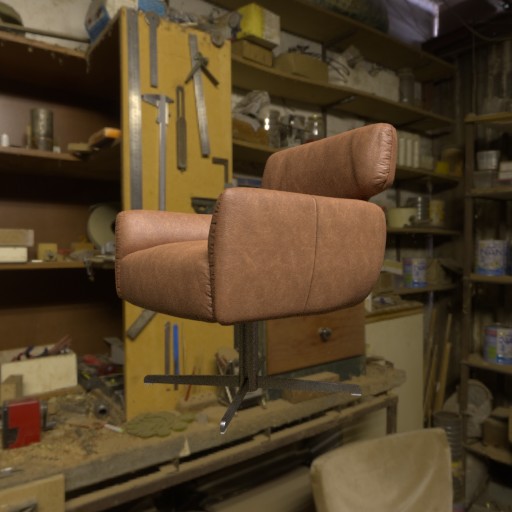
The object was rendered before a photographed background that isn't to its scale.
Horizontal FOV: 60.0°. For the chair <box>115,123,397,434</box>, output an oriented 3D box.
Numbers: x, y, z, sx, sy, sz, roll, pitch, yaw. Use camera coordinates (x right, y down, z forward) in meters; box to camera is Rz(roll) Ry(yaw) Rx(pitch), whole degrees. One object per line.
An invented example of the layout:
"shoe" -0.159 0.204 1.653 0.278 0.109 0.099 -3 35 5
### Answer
"chair" 0.000 0.000 1.363 0.715 0.812 0.706 0 1 -36
